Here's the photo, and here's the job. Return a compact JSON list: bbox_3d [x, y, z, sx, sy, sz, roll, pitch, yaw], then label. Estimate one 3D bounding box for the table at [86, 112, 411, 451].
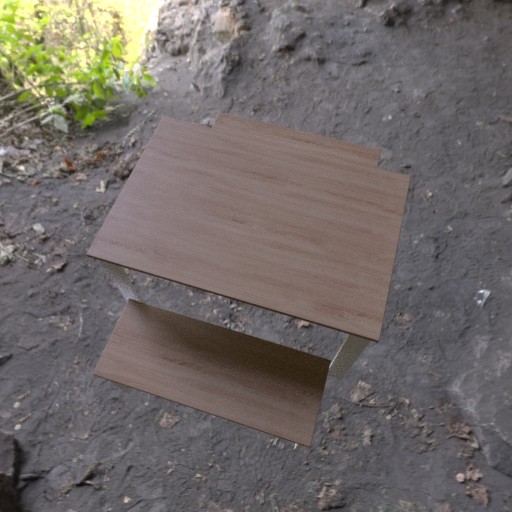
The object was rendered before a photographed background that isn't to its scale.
[{"bbox_3d":[0.000,0.000,2.040,1.100,0.700,1.443,16,63,8],"label":"table"}]
